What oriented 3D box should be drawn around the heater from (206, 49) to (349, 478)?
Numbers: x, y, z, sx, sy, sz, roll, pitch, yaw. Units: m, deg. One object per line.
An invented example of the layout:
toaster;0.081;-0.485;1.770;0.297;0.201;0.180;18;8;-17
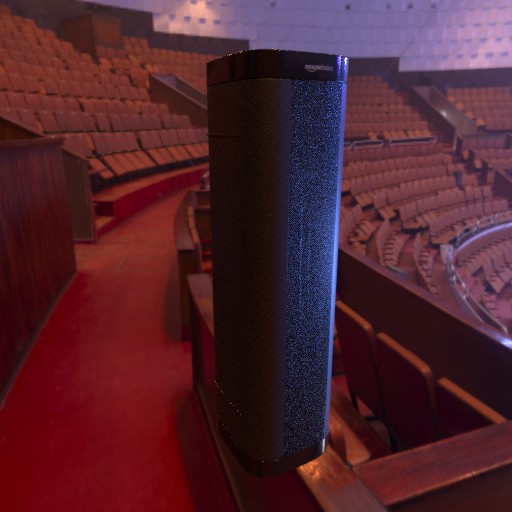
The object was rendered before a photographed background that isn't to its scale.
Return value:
heater;0.000;0.000;0.700;0.174;0.552;0.312;-9;18;-27
